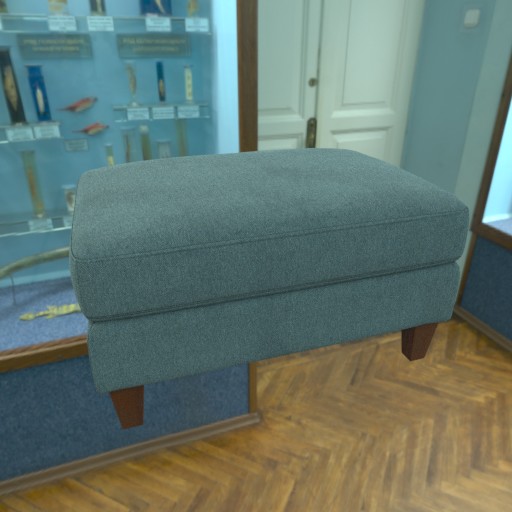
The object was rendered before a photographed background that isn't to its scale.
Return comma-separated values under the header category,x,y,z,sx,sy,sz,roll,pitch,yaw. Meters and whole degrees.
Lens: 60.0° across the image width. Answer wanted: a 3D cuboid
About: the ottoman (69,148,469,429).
category,x,y,z,sx,sy,sz,roll,pitch,yaw
ottoman,0.000,0.000,1.174,0.864,0.483,0.584,-8,27,-16
